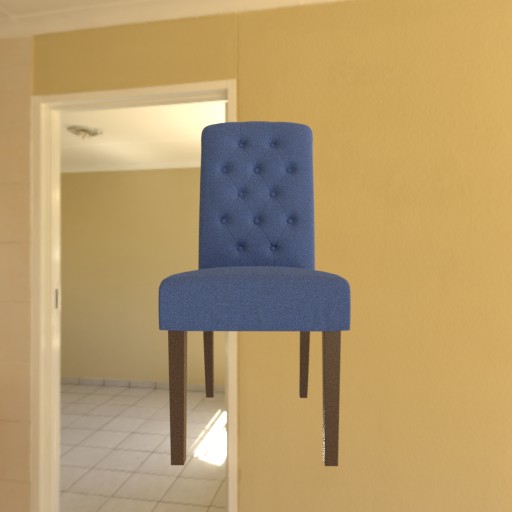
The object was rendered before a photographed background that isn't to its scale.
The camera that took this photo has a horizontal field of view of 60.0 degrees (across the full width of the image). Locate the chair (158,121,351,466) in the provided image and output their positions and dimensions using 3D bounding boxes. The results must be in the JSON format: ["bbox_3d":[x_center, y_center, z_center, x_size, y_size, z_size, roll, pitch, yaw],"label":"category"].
[{"bbox_3d":[0.000,0.000,1.382,0.456,1.006,0.671,0,0,1],"label":"chair"}]
